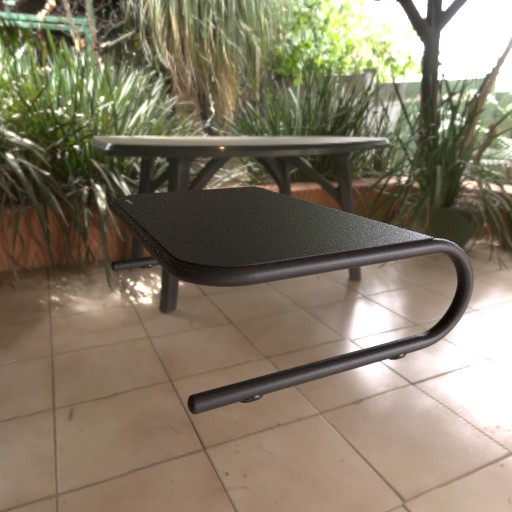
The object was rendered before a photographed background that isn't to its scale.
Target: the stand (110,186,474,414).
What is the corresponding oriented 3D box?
[{"bbox_3d":[0.000,0.000,0.515,0.280,0.108,0.370,-8,19,-25],"label":"stand"}]
